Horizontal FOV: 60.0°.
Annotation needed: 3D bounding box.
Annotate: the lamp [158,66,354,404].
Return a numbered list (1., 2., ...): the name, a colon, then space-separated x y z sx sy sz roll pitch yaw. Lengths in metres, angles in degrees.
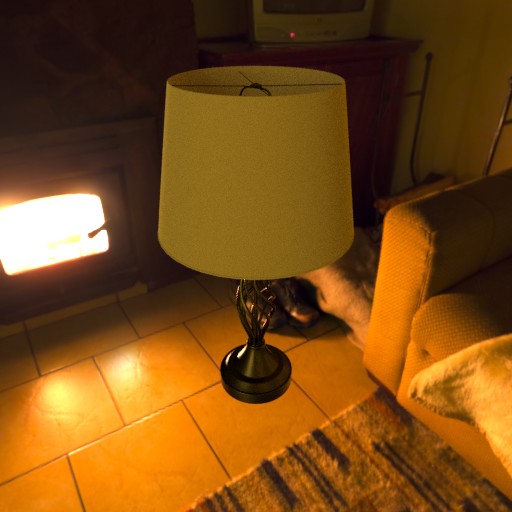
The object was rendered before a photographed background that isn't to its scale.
1. lamp: 0.000 0.000 0.789 0.331 0.594 0.331 0 31 0
